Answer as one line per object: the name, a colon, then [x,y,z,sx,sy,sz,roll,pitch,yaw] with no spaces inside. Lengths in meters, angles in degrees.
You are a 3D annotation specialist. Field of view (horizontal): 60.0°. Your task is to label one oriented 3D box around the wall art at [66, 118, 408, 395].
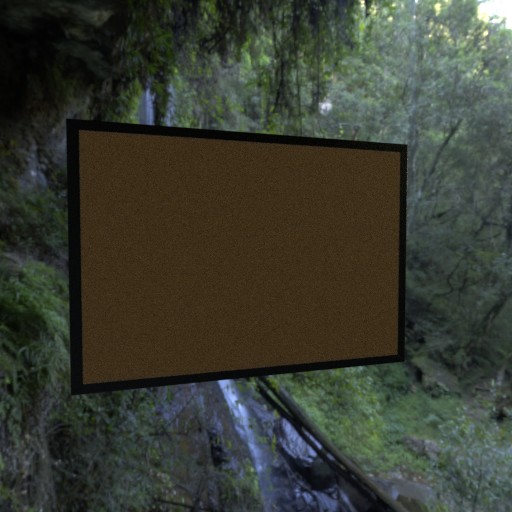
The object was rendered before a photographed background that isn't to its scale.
wall art: [0.000,0.000,0.843,0.657,0.458,0.027,-1,2,-18]
